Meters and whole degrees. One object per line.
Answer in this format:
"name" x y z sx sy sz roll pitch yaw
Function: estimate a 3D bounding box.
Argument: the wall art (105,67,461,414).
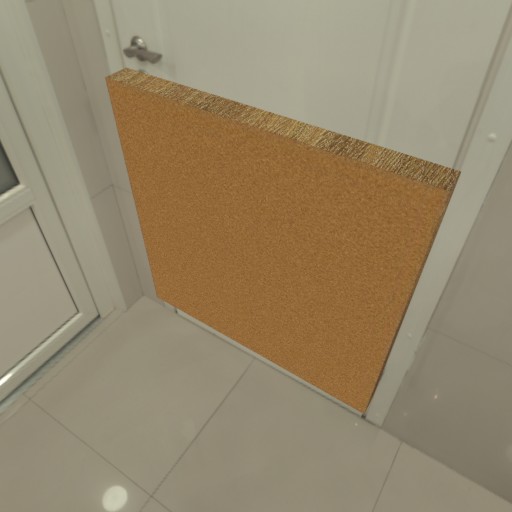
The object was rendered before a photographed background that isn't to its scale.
"wall art" 0.000 0.000 0.597 0.406 0.403 0.039 25 50 23
